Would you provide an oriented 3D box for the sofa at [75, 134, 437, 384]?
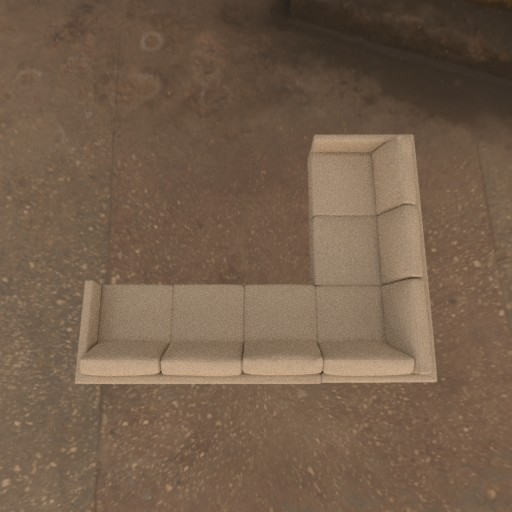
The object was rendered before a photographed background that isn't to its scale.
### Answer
[{"bbox_3d":[0.000,0.000,4.397,3.182,0.863,2.432,0,75,0],"label":"sofa"}]
